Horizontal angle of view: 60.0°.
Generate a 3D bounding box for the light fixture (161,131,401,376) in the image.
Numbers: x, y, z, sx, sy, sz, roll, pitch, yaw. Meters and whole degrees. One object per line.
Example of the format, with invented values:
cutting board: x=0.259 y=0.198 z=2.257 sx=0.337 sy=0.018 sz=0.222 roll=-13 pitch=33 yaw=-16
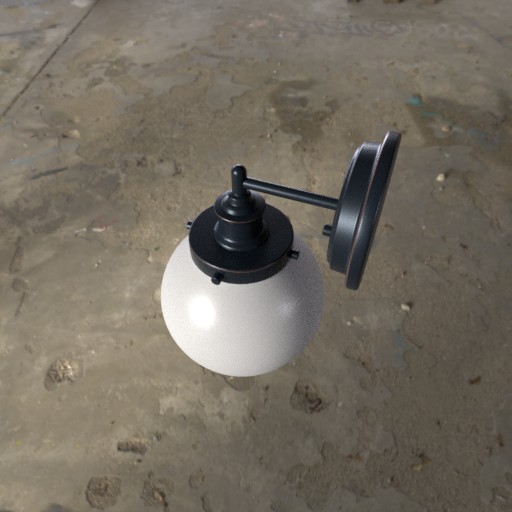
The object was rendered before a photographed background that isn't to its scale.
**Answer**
light fixture: x=0.000 y=0.000 z=0.484 sx=0.230 sy=0.332 sz=0.197 roll=16 pitch=48 yaw=15
